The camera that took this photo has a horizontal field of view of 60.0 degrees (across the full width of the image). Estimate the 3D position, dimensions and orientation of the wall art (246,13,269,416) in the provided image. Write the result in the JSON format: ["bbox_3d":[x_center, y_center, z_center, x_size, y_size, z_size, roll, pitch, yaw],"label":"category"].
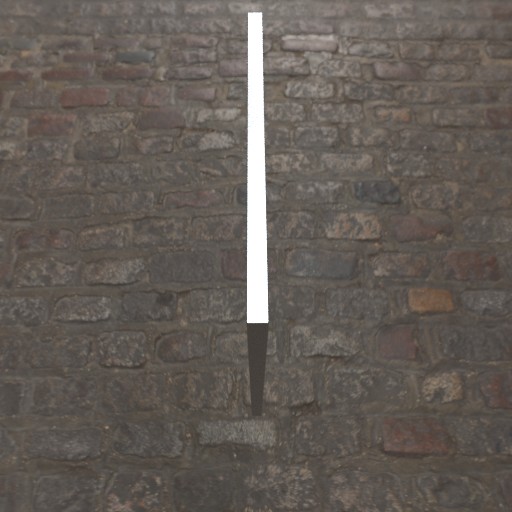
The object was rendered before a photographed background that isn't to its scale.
[{"bbox_3d":[0.000,0.000,1.378,0.037,1.062,0.801,0,62,0],"label":"wall art"}]
